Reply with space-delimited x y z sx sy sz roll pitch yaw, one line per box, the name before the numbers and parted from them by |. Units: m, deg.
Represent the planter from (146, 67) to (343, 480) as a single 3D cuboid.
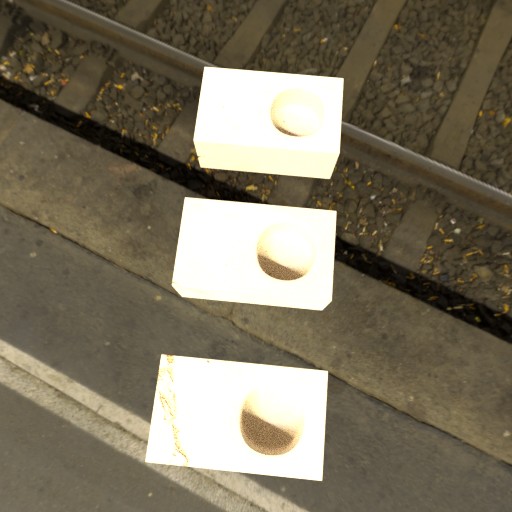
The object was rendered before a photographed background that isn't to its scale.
planter | 0.000 0.000 0.383 0.127 0.051 0.333 5 75 1
